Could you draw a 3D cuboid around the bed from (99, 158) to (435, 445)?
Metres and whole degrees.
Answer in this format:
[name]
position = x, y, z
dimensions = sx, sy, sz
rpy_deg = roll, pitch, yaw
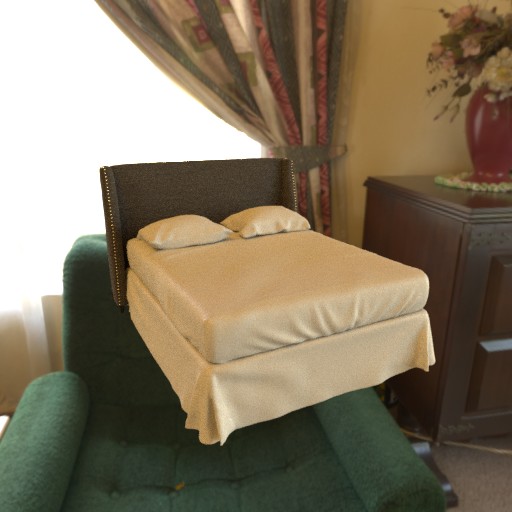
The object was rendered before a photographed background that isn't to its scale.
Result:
[bed]
position = 0.000, 0.000, 3.499
dimensions = 1.925, 1.332, 2.276
rpy_deg = -9, 19, -26
